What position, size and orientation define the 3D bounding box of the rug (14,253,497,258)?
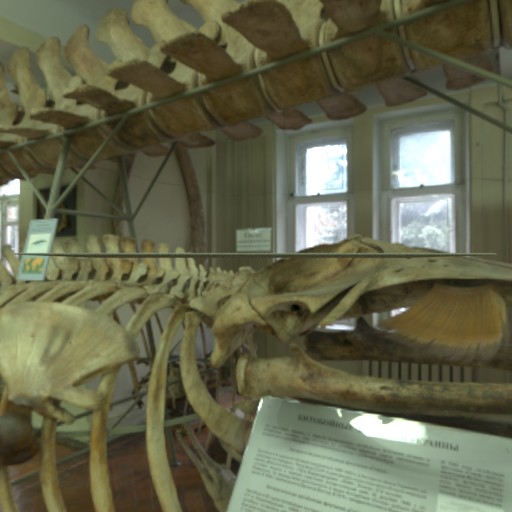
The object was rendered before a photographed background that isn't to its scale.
[{"bbox_3d":[0.000,0.000,3.567,3.048,0.011,1.546,0,-1,-1],"label":"rug"}]
